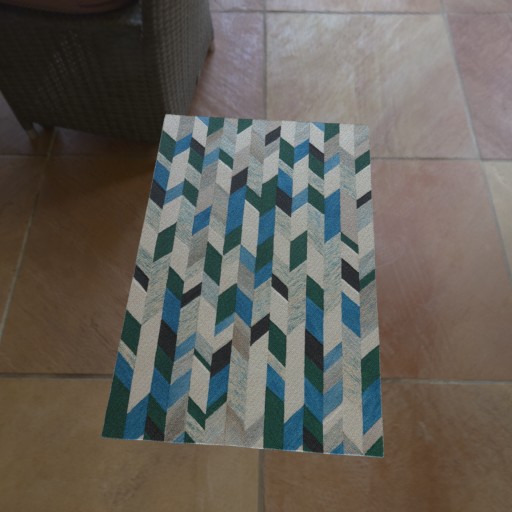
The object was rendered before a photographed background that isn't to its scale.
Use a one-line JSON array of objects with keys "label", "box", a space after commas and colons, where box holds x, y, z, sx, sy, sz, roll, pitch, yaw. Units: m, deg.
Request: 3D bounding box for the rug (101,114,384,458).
[{"label": "rug", "box": [0.000, 0.000, 2.285, 1.229, 0.005, 1.827, 4, 65, 2]}]
